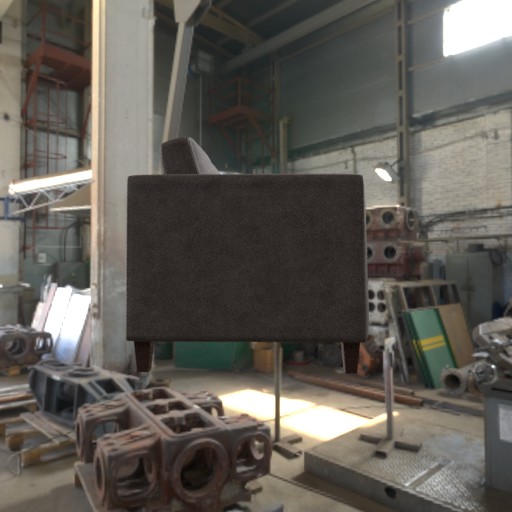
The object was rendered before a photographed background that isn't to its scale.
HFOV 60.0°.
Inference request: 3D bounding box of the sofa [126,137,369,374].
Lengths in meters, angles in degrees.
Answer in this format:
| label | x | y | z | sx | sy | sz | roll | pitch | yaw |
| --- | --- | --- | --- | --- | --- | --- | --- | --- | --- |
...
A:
| label | x | y | z | sx | sy | sz | roll | pitch | yaw |
| --- | --- | --- | --- | --- | --- | --- | --- | --- | --- |
| sofa | 0.000 | 0.000 | 2.863 | 0.951 | 0.965 | 2.434 | 0 | -1 | 2 |
